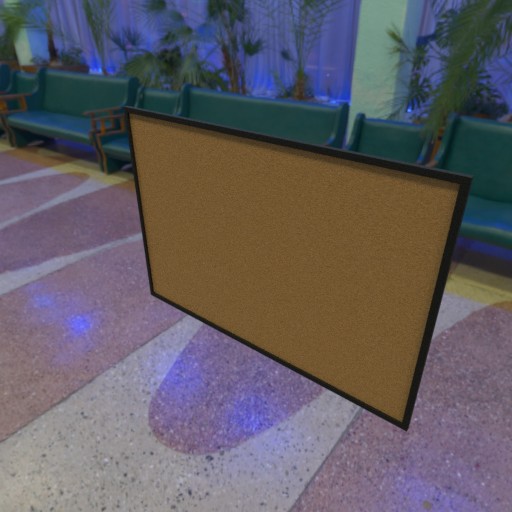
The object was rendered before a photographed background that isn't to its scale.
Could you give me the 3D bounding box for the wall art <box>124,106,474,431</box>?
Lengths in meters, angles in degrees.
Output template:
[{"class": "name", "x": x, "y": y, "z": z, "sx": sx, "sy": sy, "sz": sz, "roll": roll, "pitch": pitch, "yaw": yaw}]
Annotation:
[{"class": "wall art", "x": 0.000, "y": 0.000, "z": 1.199, "sx": 0.963, "sy": 0.665, "sz": 0.013, "roll": 21, "pitch": 36, "yaw": 32}]
